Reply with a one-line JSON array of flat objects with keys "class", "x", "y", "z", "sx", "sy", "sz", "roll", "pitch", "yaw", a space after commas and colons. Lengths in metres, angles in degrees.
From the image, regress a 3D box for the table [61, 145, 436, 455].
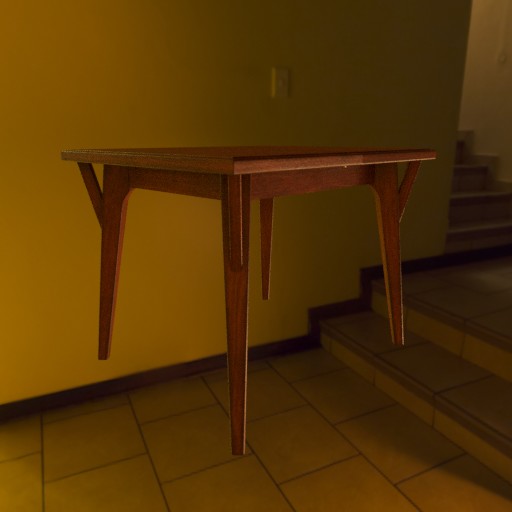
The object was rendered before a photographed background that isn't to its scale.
[{"class": "table", "x": 0.000, "y": 0.000, "z": 1.622, "sx": 0.838, "sy": 0.761, "sz": 0.991, "roll": 14, "pitch": 21, "yaw": 42}]
